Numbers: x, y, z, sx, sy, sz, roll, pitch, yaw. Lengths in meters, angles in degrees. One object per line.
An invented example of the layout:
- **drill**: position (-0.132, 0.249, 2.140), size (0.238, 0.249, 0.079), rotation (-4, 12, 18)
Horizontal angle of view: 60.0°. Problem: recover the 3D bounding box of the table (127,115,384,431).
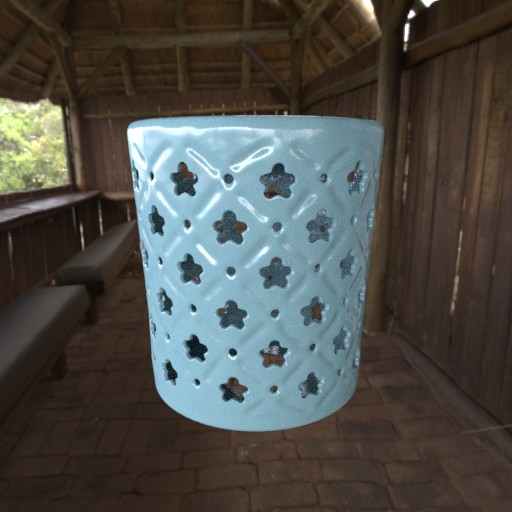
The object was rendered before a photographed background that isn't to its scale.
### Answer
- **table**: position (0.000, 0.000, 0.667), size (0.352, 0.387, 0.352), rotation (0, 14, 0)
